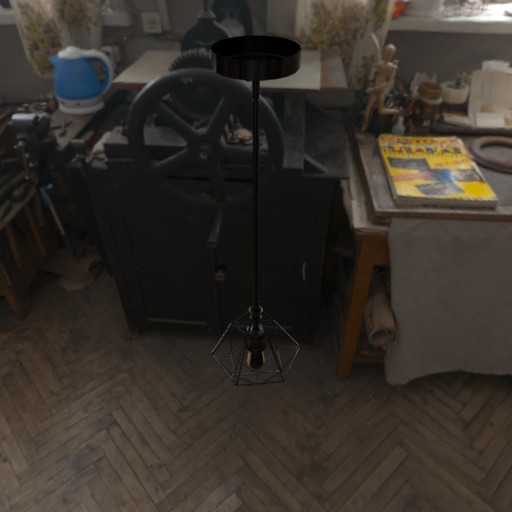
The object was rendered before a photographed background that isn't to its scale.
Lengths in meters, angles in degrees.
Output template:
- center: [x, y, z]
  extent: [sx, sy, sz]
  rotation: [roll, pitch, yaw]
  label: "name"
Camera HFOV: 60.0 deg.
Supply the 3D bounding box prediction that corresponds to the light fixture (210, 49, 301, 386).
- center: [0.000, 0.000, 2.003]
  extent: [0.431, 1.764, 0.487]
  rotation: [-25, 46, -27]
  label: "light fixture"
